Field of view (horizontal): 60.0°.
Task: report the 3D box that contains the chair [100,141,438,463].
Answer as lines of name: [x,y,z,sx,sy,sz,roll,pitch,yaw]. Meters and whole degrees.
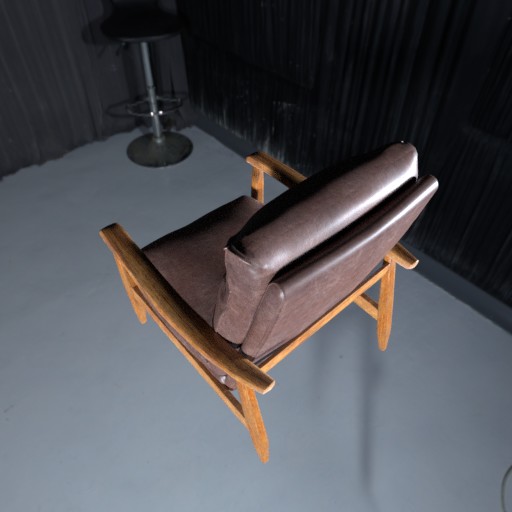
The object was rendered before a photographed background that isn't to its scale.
chair: [0.000,0.000,1.512,0.782,0.897,0.830,-33,54,-28]
